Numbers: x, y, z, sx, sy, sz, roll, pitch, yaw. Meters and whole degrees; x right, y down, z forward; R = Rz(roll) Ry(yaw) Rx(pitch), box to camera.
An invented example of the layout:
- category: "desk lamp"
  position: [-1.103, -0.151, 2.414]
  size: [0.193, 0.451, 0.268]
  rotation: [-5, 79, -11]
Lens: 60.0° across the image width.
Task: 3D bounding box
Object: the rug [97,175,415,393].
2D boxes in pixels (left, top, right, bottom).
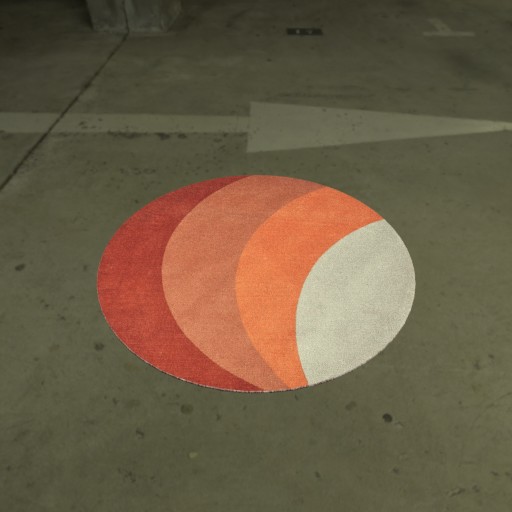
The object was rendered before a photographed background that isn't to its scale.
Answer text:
- category: "rug"
  position: [0.000, 0.000, 2.182]
  size: [1.514, 0.015, 1.514]
  rotation: [0, 41, 0]
